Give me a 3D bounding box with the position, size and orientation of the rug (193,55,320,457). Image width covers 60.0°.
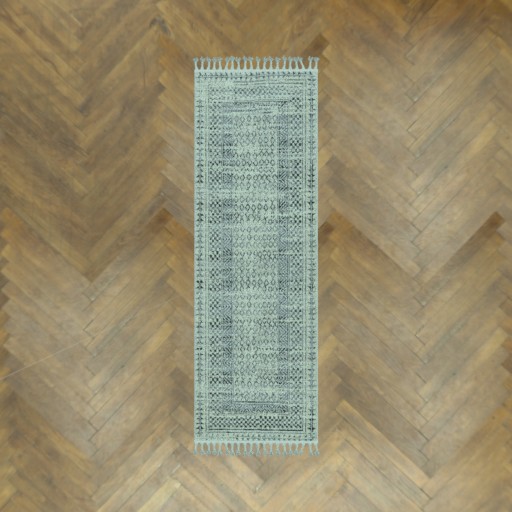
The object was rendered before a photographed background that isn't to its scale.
[{"bbox_3d":[0.000,0.000,2.736,0.786,0.013,2.480,0,90,1],"label":"rug"}]
